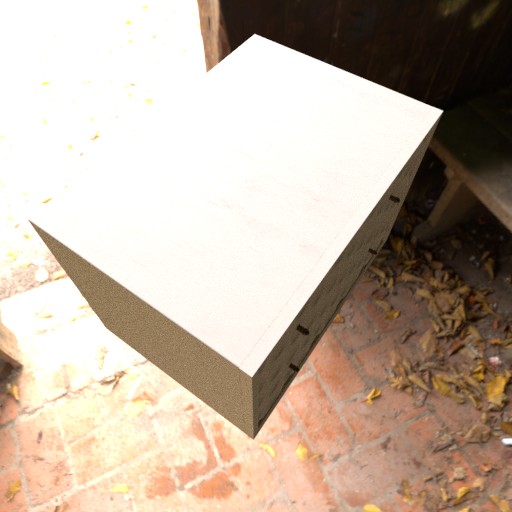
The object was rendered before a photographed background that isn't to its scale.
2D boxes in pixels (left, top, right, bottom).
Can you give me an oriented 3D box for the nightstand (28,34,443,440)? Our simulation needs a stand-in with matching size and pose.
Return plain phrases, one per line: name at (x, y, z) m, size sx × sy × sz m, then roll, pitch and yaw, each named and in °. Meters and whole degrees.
nightstand at (0.000, 0.000, 1.013) m, size 0.447 × 0.604 × 0.614 m, roll 31°, pitch 63°, yaw 18°
